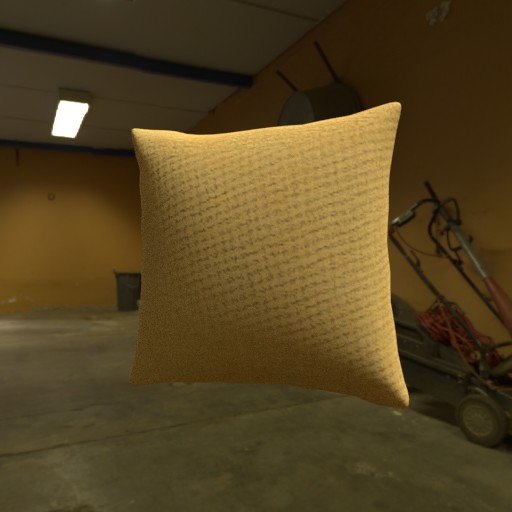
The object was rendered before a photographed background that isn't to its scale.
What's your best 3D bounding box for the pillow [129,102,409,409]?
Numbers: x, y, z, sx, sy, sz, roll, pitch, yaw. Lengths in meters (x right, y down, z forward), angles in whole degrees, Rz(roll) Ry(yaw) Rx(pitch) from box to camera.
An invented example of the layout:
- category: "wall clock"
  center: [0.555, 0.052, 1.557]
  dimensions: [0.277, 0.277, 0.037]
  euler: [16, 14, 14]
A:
- category: "pillow"
  center: [0.000, 0.000, 0.645]
  dimensions: [0.419, 0.407, 0.173]
  euler: [0, -1, 17]
